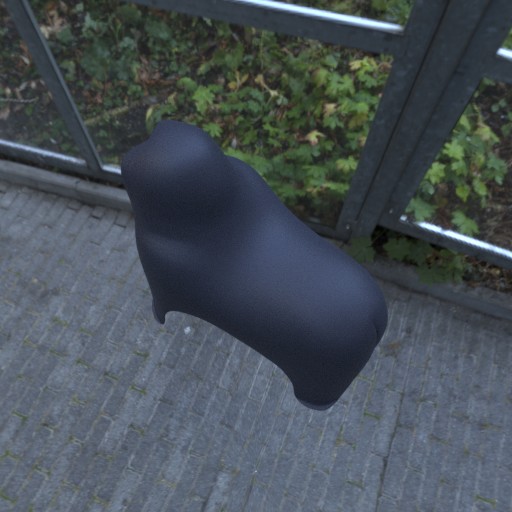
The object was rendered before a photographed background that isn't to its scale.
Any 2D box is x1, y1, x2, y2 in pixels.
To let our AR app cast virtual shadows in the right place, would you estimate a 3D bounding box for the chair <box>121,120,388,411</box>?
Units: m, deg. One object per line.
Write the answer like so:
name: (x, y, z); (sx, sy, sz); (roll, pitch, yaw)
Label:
chair: (0.000, 0.000, 1.150); (0.758, 0.600, 0.490); (32, 68, 15)
